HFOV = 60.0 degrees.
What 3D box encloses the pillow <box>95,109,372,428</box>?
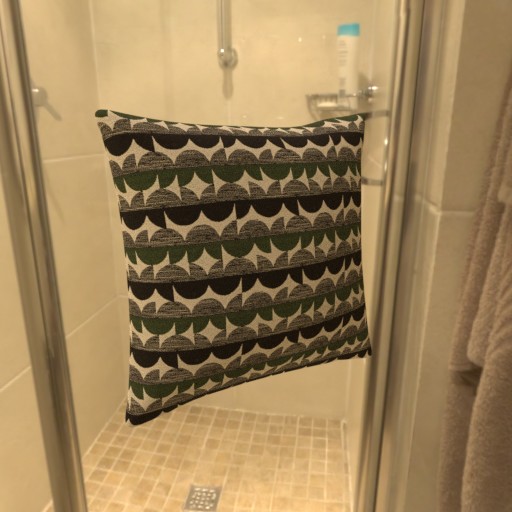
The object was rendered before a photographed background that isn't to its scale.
[{"bbox_3d":[0.000,0.000,0.648,0.419,0.404,0.180,-8,18,-27],"label":"pillow"}]
